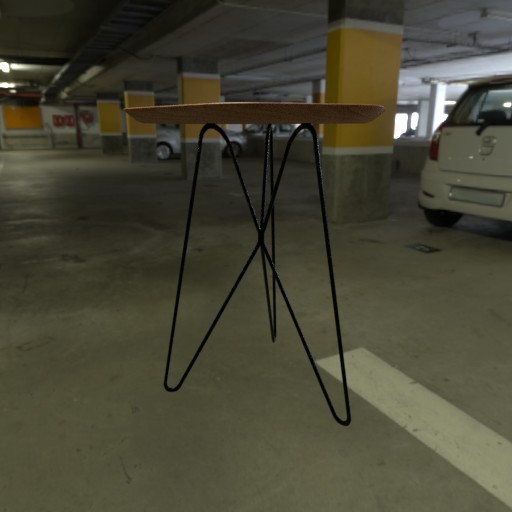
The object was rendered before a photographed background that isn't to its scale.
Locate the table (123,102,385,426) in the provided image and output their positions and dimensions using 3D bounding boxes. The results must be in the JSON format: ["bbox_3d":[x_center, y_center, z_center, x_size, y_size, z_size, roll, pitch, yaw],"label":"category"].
[{"bbox_3d":[0.000,0.000,0.894,0.500,0.562,0.400,15,22,42],"label":"table"}]
